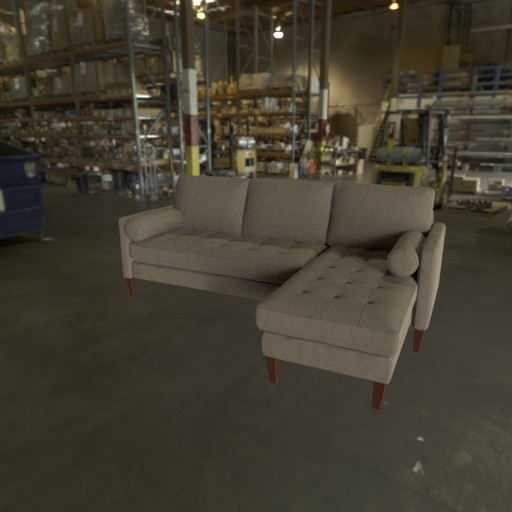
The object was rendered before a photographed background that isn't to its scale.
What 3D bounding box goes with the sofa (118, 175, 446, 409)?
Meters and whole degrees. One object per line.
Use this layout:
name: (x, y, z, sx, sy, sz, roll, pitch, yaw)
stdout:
sofa: (0.000, 0.000, 2.884, 2.178, 0.875, 1.506, 7, 18, 25)
